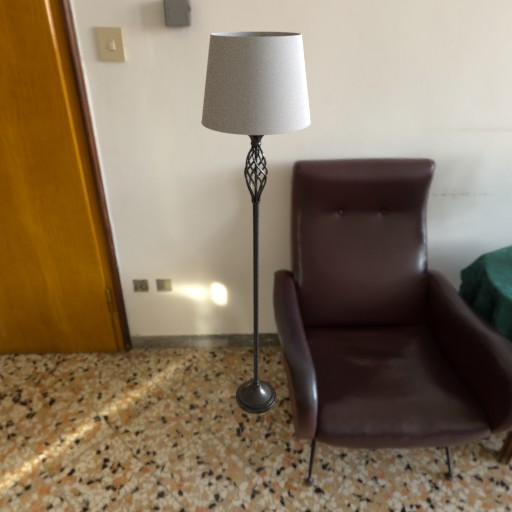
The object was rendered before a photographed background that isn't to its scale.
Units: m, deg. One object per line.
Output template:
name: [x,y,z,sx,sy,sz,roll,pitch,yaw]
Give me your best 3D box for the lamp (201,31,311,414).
lamp: [0.000,0.000,1.809,0.379,1.623,0.379,0,30,0]
